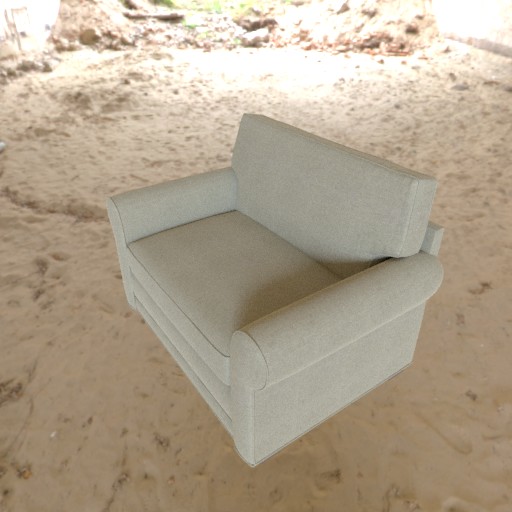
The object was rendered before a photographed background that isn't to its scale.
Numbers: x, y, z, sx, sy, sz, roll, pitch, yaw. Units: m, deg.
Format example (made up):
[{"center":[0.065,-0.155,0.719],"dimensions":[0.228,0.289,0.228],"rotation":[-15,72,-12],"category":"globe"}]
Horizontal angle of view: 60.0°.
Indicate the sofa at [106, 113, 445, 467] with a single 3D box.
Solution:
[{"center":[0.000,0.000,2.058],"dimensions":[0.936,0.991,1.405],"rotation":[-20,37,-29],"category":"sofa"}]
